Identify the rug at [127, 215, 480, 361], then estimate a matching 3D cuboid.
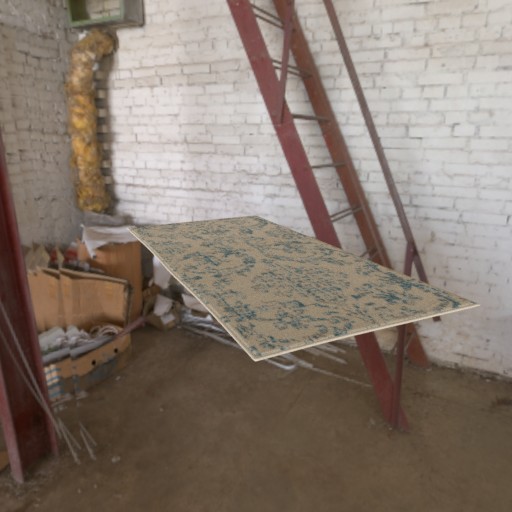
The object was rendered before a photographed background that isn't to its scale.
[{"bbox_3d":[0.000,0.000,1.462,0.605,0.007,1.220,-8,18,-25],"label":"rug"}]
